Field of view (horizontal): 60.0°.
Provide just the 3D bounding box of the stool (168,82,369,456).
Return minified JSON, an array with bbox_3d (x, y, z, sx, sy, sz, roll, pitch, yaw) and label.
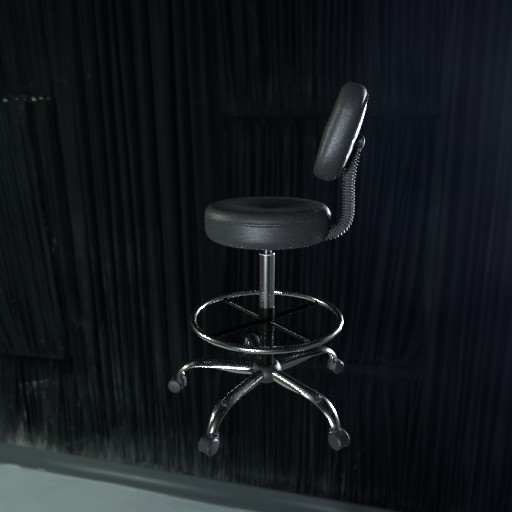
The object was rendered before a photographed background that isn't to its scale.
[{"bbox_3d":[0.000,0.000,1.487,0.658,1.069,0.694,2,15,8],"label":"stool"}]
